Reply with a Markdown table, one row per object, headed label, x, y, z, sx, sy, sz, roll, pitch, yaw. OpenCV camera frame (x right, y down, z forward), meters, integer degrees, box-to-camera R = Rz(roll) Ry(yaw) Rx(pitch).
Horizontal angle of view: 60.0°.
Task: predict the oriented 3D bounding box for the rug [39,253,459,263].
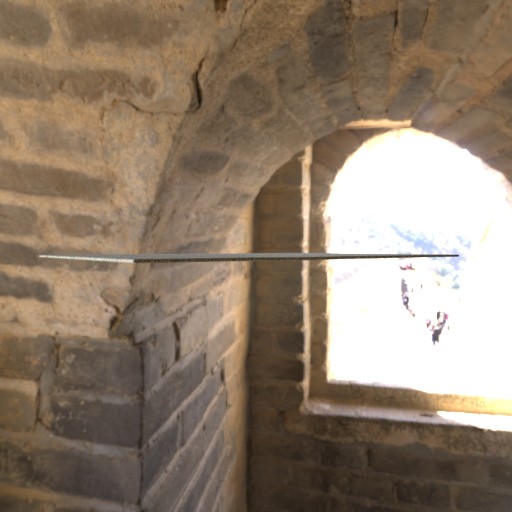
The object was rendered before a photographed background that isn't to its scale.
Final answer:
| label | x | y | z | sx | sy | sz | roll | pitch | yaw |
| --- | --- | --- | --- | --- | --- | --- | --- | --- | --- |
| rug | 0.000 | 0.000 | 2.858 | 2.263 | 0.017 | 1.523 | -1 | 1 | -38 |
